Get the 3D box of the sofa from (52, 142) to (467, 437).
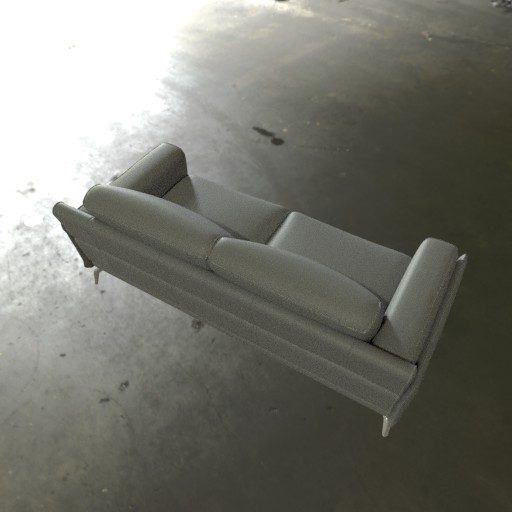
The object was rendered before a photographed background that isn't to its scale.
[{"bbox_3d":[0.000,0.000,2.534,2.100,0.900,0.969,23,52,20],"label":"sofa"}]
